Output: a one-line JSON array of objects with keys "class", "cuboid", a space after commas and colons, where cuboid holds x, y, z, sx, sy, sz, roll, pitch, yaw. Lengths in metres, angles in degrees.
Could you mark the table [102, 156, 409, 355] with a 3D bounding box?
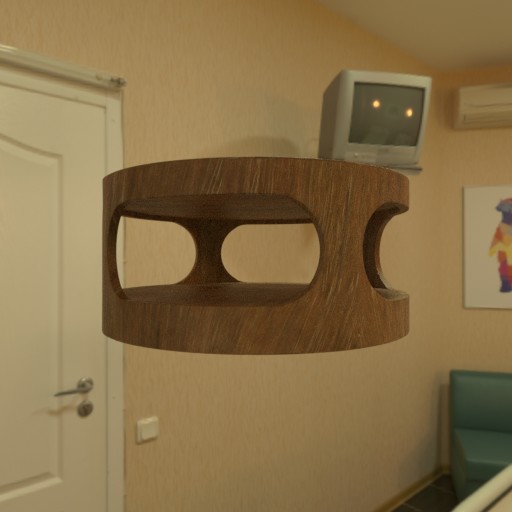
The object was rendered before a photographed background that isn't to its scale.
[{"class": "table", "cuboid": [0.000, 0.000, 1.490, 0.974, 0.450, 0.974, 0, 0, 0]}]
